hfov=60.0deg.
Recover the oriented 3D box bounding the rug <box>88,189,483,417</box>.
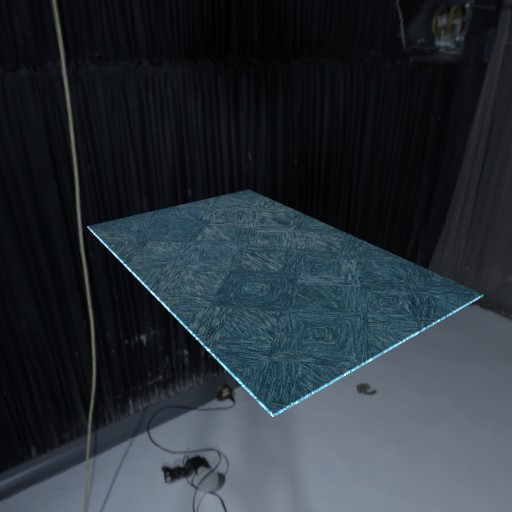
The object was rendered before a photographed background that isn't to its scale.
[{"bbox_3d":[0.000,0.000,2.905,1.490,0.015,2.277,-18,32,-32],"label":"rug"}]
